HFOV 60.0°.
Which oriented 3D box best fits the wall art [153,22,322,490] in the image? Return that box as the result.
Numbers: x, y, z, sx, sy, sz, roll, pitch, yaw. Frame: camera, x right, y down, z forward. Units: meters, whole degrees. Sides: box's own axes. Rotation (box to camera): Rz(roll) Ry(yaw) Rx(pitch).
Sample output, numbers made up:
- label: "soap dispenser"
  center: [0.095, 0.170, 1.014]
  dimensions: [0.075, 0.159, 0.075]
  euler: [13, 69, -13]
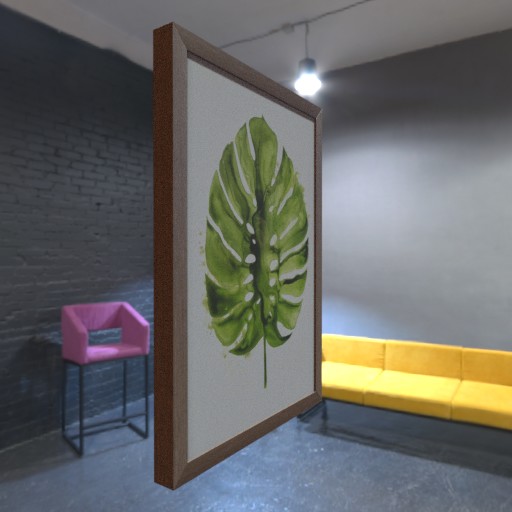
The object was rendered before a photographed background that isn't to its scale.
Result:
- label: "wall art"
  center: [0.000, 0.000, 0.637]
  dimensions: [0.032, 0.510, 0.358]
  euler: [0, 1, 35]
